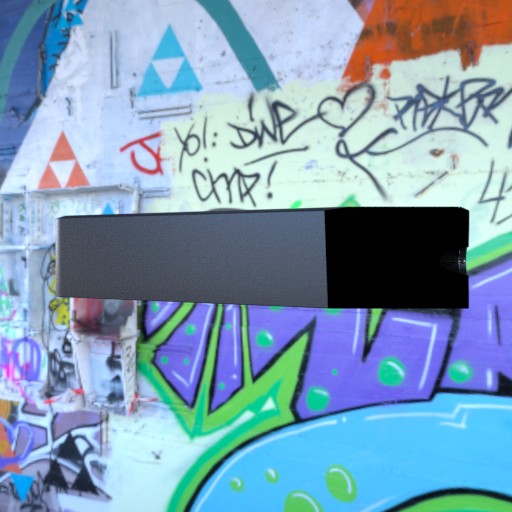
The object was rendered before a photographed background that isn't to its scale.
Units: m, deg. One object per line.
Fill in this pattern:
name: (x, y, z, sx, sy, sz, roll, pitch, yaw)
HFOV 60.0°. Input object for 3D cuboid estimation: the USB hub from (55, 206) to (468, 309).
USB hub: (0.000, 0.000, 0.129, 0.110, 0.023, 0.044, 0, 1, 19)
